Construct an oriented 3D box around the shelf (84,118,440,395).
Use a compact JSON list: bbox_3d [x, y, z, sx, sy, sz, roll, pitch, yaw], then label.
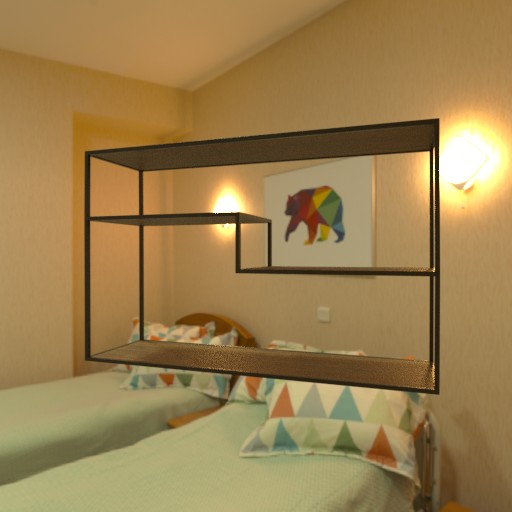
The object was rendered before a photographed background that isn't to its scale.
[{"bbox_3d":[0.000,0.000,1.590,1.201,0.765,0.361,0,0,19],"label":"shelf"}]
